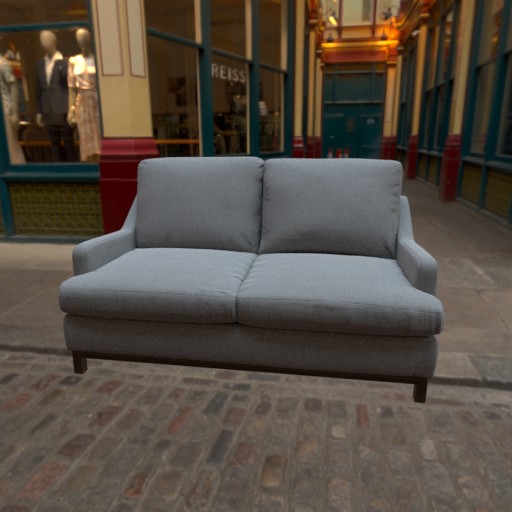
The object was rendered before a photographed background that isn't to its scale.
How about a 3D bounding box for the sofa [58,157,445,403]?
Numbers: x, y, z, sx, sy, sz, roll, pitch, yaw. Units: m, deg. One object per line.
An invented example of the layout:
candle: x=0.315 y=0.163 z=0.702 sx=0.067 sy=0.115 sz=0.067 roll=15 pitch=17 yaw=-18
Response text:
sofa: x=0.000 y=0.000 z=2.196 sx=1.589 sy=0.921 sz=0.987 roll=2 pitch=16 yaw=8
